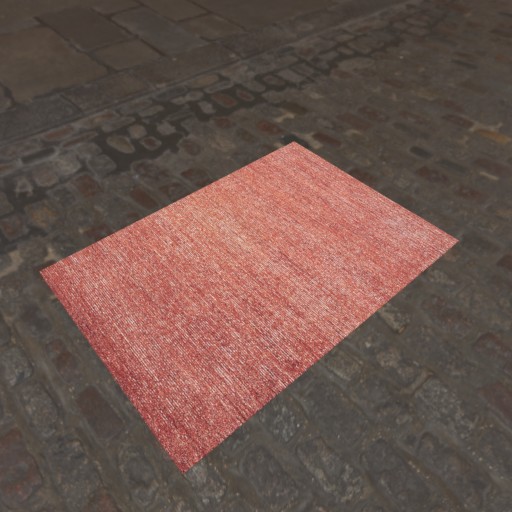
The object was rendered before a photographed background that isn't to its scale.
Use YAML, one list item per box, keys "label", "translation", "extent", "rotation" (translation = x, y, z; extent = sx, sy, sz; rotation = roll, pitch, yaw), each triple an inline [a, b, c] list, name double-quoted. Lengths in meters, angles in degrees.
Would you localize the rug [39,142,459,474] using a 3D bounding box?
- label: "rug"
  translation: [0.000, 0.000, 5.103]
  extent: [3.965, 0.025, 2.803]
  rotation: [-33, 55, -26]
